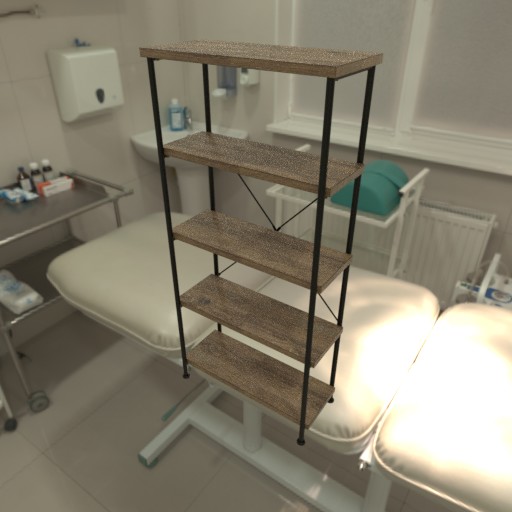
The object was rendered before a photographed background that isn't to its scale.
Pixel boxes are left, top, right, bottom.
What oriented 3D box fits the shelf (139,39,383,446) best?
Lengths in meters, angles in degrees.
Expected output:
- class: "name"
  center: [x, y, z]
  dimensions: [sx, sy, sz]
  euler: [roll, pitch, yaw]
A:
- class: "shelf"
  center: [0.000, 0.000, 2.006]
  dimensions: [0.800, 1.700, 0.360]
  euler: [20, 36, 29]
